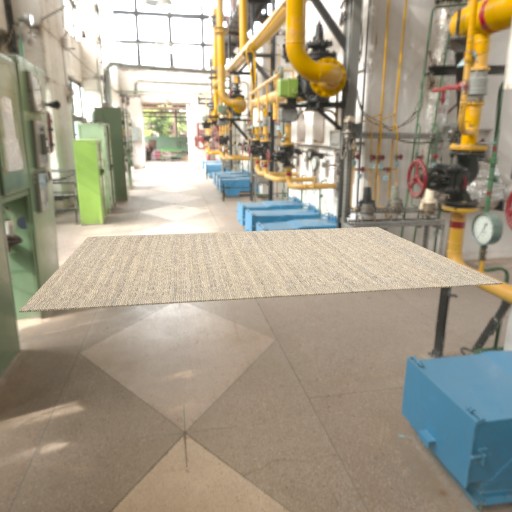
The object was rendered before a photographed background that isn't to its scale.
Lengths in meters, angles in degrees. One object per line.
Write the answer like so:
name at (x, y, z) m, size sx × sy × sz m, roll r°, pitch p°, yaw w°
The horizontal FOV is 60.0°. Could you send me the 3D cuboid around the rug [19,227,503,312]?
rug at (0.000, 0.000, 2.125) m, size 1.752 × 0.006 × 1.142 m, roll -2°, pitch 15°, yaw -9°
